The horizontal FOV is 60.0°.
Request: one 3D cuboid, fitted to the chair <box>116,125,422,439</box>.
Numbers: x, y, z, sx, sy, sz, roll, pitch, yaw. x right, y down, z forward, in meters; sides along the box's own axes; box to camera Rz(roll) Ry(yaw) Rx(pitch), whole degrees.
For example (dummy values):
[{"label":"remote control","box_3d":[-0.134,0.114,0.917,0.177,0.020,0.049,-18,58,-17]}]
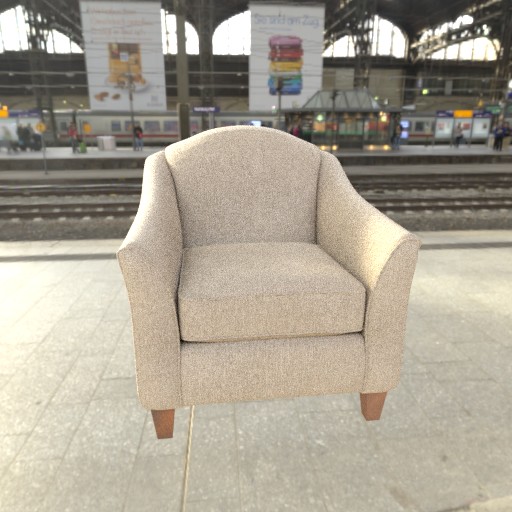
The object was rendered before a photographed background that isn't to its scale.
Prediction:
[{"label":"chair","box_3d":[0.000,0.000,1.469,0.763,0.839,0.787,-2,16,-7]}]
